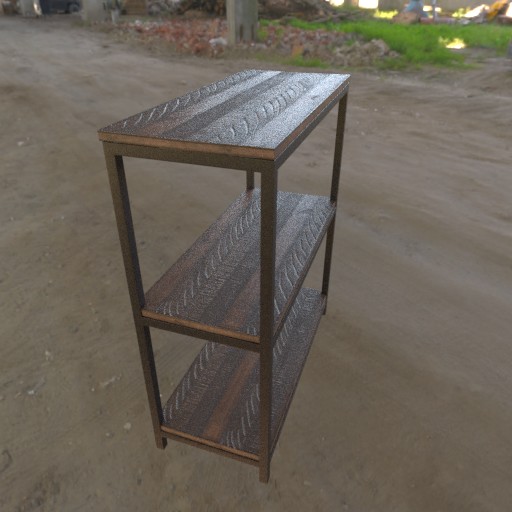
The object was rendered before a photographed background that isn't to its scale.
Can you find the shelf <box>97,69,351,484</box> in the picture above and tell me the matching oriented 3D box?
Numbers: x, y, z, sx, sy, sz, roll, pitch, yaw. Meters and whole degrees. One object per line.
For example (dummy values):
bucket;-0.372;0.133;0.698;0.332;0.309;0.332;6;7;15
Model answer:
shelf;0.000;0.000;1.367;0.352;0.947;0.822;10;32;16
